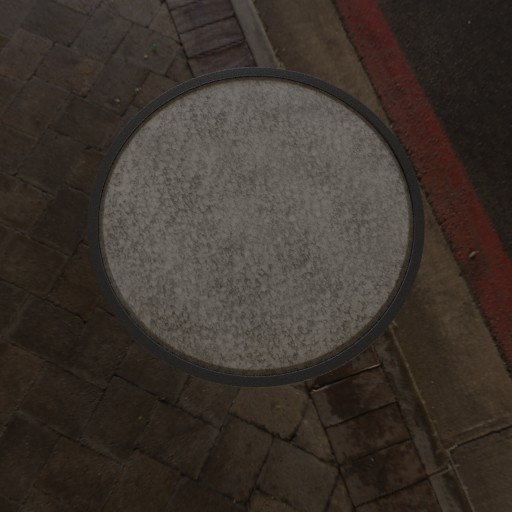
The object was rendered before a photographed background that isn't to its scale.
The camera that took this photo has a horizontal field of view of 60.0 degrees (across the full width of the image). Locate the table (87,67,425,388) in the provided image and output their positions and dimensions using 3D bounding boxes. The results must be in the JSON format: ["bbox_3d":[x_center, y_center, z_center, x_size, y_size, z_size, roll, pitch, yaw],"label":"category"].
[{"bbox_3d":[0.000,0.000,0.860,0.470,0.498,0.470,0,76,0],"label":"table"}]
